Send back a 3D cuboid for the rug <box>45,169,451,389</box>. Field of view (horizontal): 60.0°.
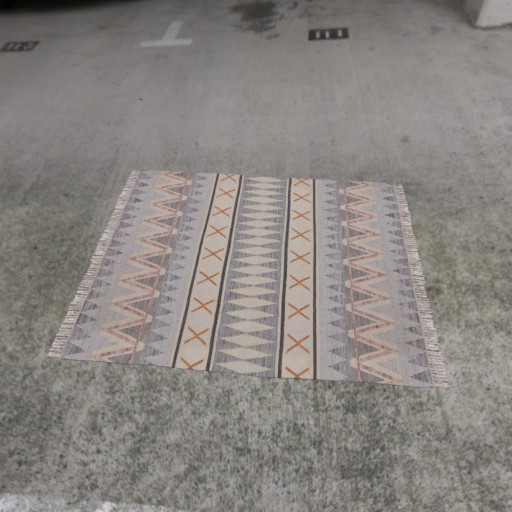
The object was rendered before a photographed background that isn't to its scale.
[{"bbox_3d":[0.000,0.000,4.033,3.000,0.012,2.371,4,48,3],"label":"rug"}]
